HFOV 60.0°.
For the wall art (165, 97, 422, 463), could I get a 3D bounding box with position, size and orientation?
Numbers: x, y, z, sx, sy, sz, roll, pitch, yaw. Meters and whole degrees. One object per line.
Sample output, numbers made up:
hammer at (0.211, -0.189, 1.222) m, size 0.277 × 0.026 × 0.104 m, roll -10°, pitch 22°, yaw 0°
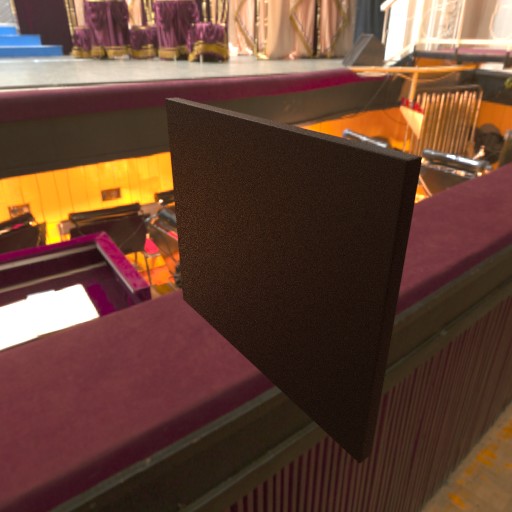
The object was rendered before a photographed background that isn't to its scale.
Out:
wall art at (0.000, 0.000, 0.761) m, size 0.031 × 0.457 × 0.558 m, roll -18°, pitch 32°, yaw -32°
